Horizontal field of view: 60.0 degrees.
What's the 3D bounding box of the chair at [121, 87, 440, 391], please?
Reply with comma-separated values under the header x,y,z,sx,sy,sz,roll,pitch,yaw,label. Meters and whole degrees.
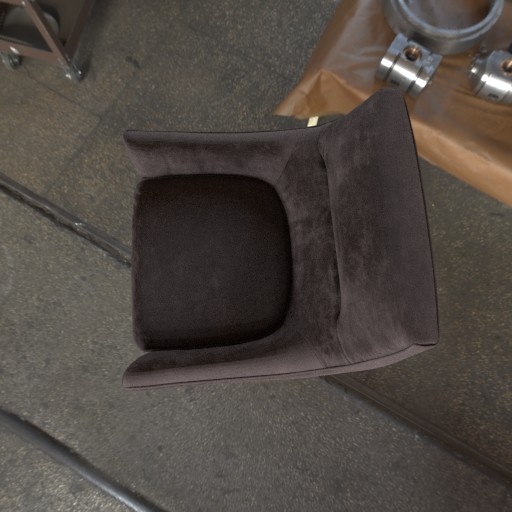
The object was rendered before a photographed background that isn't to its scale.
x,y,z,sx,sy,sz,roll,pitch,yaw,label
0.000,0.000,1.387,0.787,0.838,0.762,-3,77,-1,chair
